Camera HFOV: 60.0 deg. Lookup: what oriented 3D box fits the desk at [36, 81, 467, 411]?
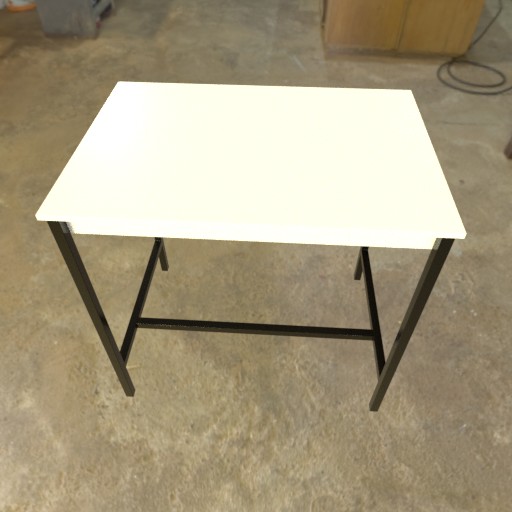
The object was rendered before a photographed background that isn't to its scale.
[{"bbox_3d":[0.000,0.000,1.305,0.811,0.766,0.573,3,46,3],"label":"desk"}]
